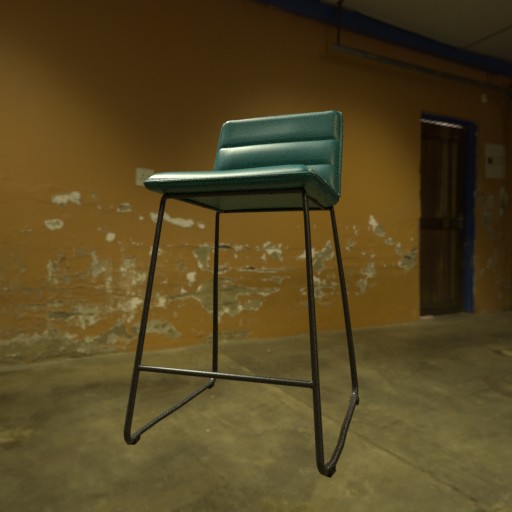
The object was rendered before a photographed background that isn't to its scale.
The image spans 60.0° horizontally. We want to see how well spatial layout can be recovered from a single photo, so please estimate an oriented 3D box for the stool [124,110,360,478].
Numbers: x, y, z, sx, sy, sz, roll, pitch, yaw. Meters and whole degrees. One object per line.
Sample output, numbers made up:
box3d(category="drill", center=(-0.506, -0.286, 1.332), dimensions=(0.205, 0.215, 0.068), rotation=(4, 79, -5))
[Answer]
box3d(category="stool", center=(0.000, 0.000, 1.160), dimensions=(0.489, 0.866, 0.524), rotation=(0, 1, 19))
